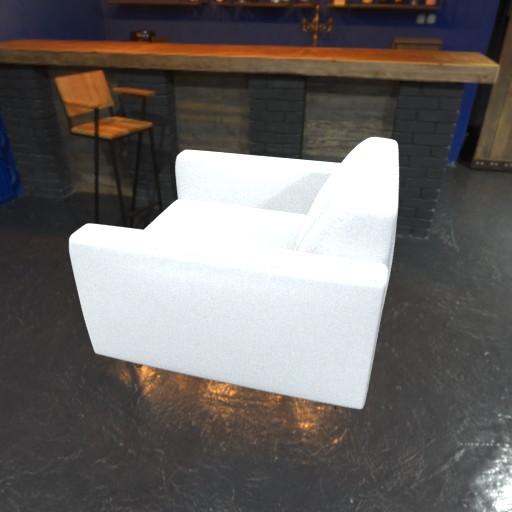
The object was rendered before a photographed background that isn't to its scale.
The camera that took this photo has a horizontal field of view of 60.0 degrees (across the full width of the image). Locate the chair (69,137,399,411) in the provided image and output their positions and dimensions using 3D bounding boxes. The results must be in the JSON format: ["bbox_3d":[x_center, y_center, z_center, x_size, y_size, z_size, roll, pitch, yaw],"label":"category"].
[{"bbox_3d":[0.000,0.000,1.740,0.998,0.819,0.953,8,32,13],"label":"chair"}]
